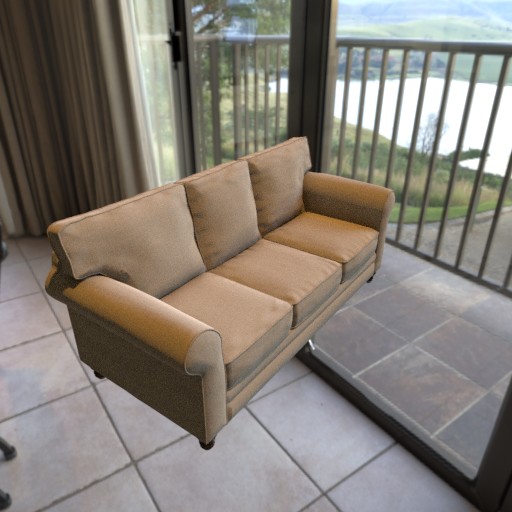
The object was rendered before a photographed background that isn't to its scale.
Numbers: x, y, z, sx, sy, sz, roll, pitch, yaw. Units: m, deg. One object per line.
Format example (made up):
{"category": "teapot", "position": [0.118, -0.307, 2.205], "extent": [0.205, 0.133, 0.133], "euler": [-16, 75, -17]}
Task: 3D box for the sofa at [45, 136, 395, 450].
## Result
{"category": "sofa", "position": [0.000, 0.000, 2.596], "extent": [0.916, 0.961, 2.084], "euler": [19, 33, 31]}
